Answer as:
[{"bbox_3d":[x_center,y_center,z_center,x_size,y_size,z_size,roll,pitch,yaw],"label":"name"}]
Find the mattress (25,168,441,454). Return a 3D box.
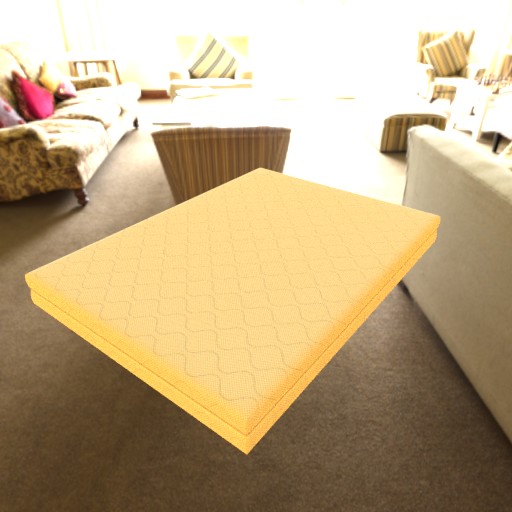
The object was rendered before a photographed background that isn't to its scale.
[{"bbox_3d":[0.000,0.000,2.481,1.400,0.200,1.900,22,38,32],"label":"mattress"}]
